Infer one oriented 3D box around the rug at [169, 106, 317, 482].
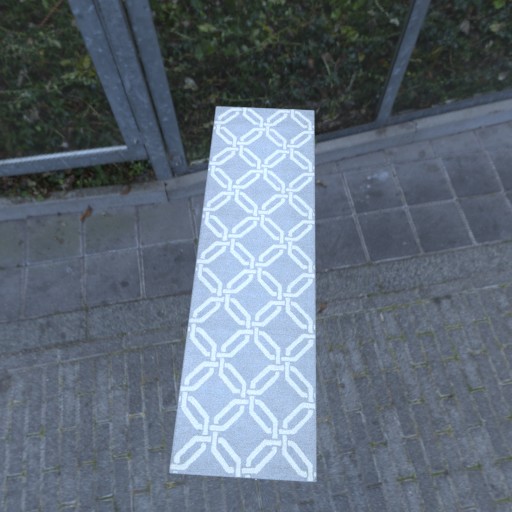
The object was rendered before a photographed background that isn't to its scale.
[{"bbox_3d":[0.000,0.000,2.539,0.678,0.014,2.276,3,63,1],"label":"rug"}]
